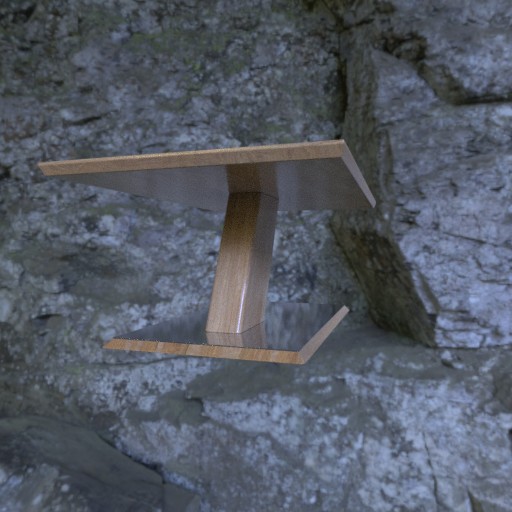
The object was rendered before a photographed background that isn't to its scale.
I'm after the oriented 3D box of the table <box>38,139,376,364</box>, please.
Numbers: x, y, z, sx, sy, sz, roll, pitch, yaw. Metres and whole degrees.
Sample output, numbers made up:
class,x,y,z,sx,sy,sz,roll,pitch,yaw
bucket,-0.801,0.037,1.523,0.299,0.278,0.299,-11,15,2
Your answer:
class,x,y,z,sx,sy,sz,roll,pitch,yaw
table,0.000,0.000,1.433,0.692,0.441,1.100,0,1,18
